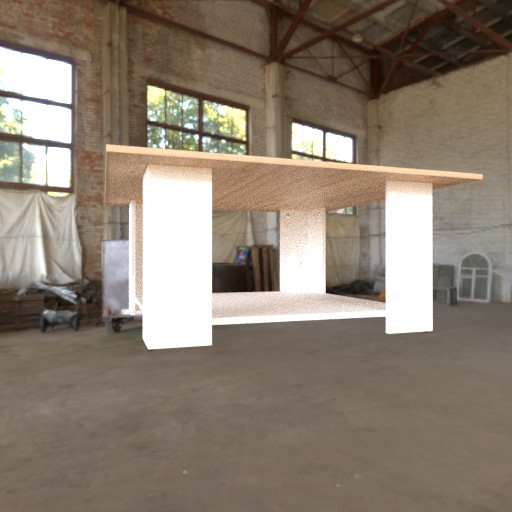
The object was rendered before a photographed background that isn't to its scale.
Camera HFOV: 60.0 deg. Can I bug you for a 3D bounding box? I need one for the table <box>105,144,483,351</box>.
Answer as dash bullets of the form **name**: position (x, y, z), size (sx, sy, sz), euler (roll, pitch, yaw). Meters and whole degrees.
- **table**: position (0.000, 0.000, 1.038), size (0.670, 0.305, 0.670), euler (0, 0, -19)
